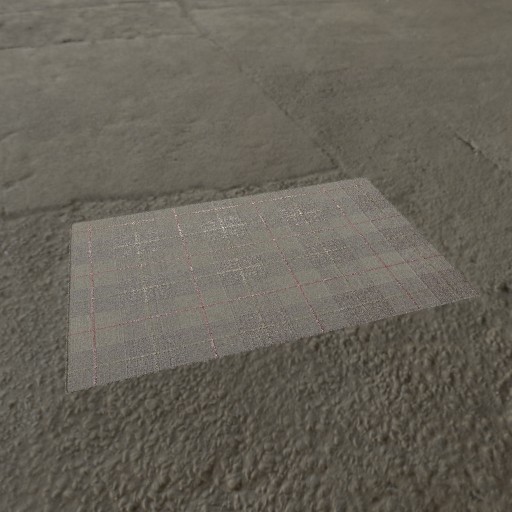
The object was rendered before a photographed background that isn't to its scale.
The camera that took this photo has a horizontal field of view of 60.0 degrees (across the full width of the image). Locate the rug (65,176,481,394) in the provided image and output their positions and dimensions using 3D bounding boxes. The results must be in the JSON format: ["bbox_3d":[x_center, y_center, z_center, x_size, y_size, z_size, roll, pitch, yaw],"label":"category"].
[{"bbox_3d":[0.000,0.000,3.052,2.464,0.010,1.549,-11,41,-13],"label":"rug"}]
